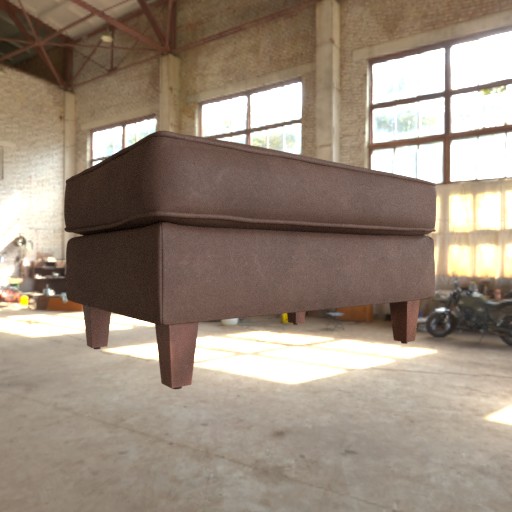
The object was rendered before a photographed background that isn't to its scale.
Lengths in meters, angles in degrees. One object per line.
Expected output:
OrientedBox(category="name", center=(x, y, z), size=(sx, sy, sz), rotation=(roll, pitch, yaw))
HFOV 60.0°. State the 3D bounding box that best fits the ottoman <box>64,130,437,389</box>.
OrientedBox(category="ottoman", center=(0.000, 0.000, 1.188), size=(0.860, 0.481, 0.596), rotation=(0, 0, -38))
